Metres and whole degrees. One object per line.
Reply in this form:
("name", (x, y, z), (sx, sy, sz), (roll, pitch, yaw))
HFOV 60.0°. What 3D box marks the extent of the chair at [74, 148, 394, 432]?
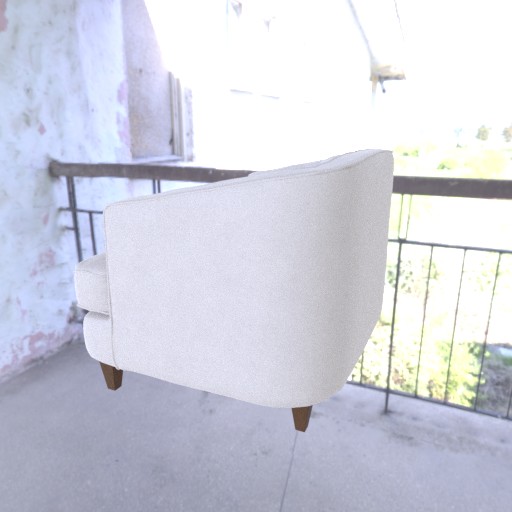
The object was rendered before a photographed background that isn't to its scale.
("chair", (0.000, 0.000, 1.790), (0.941, 0.852, 1.104), (8, 18, 25))
